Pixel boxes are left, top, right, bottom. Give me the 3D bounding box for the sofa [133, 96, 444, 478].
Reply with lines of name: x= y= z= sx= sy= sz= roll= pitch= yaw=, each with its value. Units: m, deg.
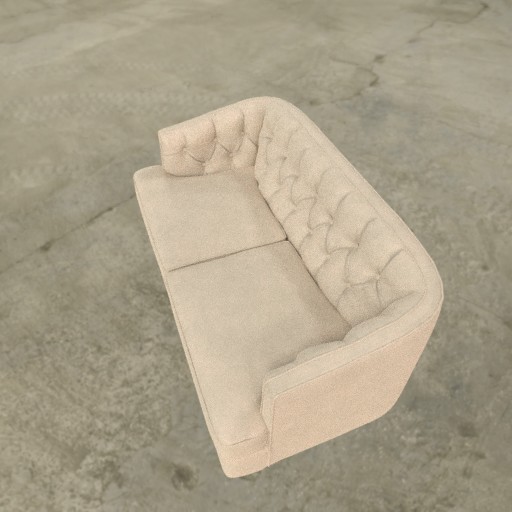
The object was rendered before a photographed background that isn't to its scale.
sofa: x=0.000 y=0.000 z=2.202 sx=0.940 sy=0.878 sz=1.731 roll=-15 pitch=48 yaw=-14
